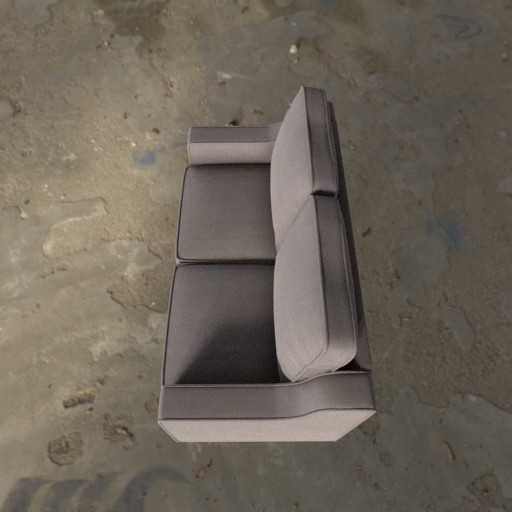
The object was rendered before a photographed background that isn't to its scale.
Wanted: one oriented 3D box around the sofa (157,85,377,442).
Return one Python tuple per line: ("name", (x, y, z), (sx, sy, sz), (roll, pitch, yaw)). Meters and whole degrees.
("sofa", (0.000, 0.000, 2.044), (0.791, 0.948, 1.500), (0, 58, 0))
